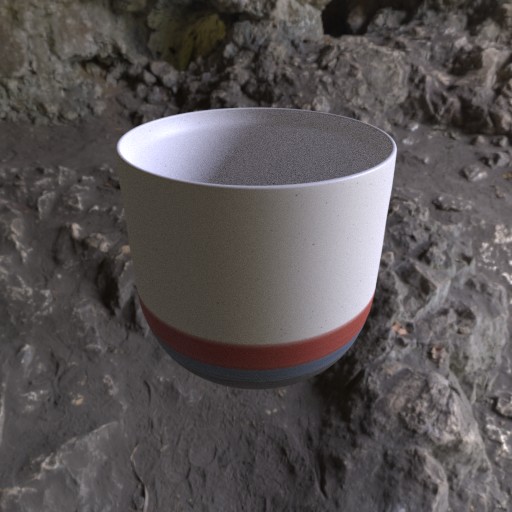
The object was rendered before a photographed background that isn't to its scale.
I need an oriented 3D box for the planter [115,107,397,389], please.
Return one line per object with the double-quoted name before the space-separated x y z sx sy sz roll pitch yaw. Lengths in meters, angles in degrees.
"planter" 0.000 0.000 0.501 0.268 0.270 0.268 0 30 0
